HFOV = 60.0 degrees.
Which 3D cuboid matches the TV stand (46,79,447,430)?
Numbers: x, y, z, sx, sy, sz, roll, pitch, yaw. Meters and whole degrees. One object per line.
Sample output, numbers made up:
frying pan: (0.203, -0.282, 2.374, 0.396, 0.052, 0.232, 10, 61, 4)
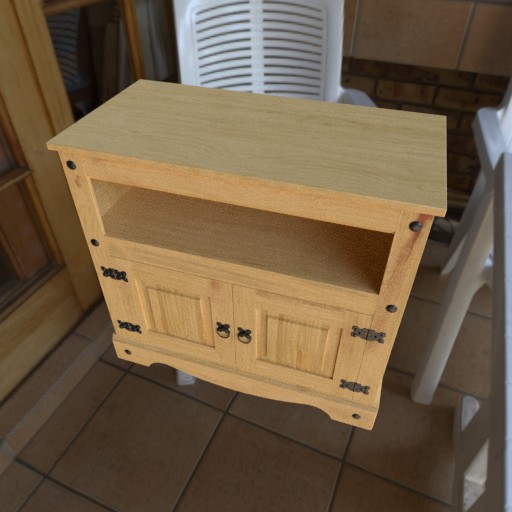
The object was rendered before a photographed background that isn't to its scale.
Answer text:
TV stand: (0.000, 0.000, 1.298, 0.851, 0.787, 0.430, 12, 42, 13)
